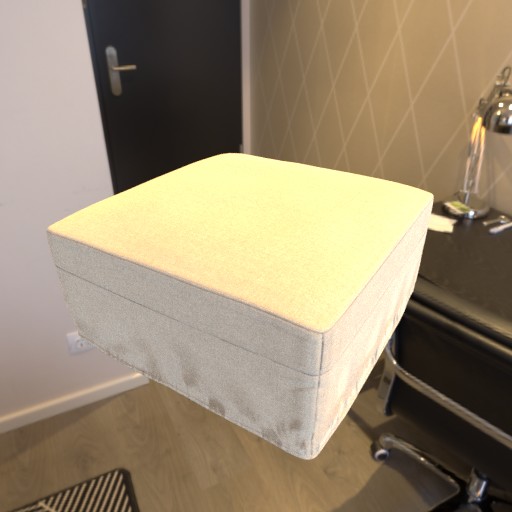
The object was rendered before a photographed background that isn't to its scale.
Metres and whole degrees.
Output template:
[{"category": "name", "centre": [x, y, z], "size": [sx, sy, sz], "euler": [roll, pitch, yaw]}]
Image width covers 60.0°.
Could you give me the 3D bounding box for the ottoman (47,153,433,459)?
[{"category": "ottoman", "centre": [0.000, 0.000, 1.363], "size": [0.840, 0.436, 0.843], "euler": [17, 34, 28]}]
